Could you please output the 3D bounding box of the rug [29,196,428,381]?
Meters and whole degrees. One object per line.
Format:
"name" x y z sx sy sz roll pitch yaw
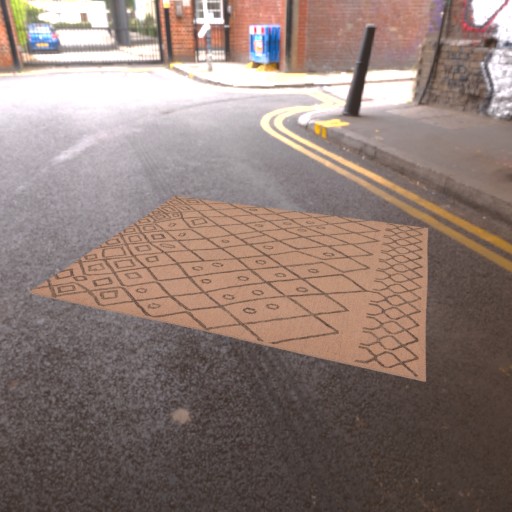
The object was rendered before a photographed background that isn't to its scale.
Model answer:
"rug" 0.000 0.000 4.162 3.046 0.015 2.446 9 29 17
